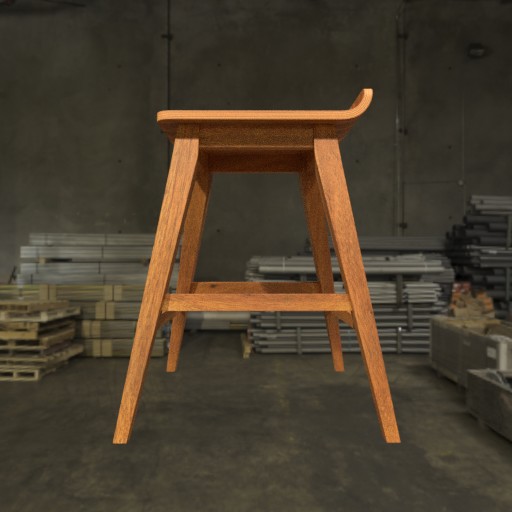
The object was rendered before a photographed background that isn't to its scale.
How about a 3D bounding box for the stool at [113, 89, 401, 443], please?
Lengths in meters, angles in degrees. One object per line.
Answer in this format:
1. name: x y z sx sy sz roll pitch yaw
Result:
1. stool: 0.000 0.000 1.020 0.500 0.650 0.500 0 0 0
